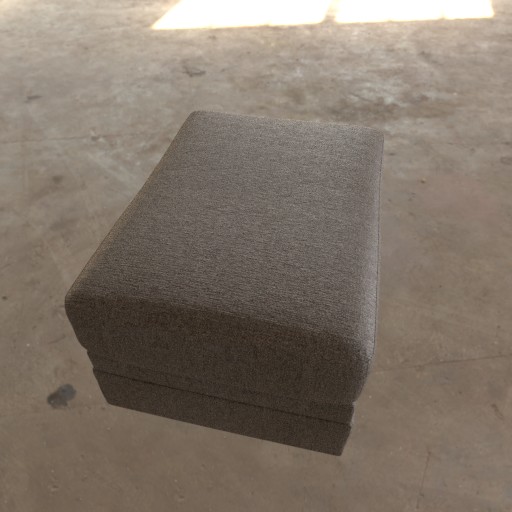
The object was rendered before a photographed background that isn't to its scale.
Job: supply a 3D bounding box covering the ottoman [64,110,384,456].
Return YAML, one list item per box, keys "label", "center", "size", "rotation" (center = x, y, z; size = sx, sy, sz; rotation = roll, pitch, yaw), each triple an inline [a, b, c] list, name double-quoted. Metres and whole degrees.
- label: "ottoman"
  center: [0.000, 0.000, 1.252]
  size: [0.637, 0.478, 0.885]
  rotation: [9, 46, 9]
